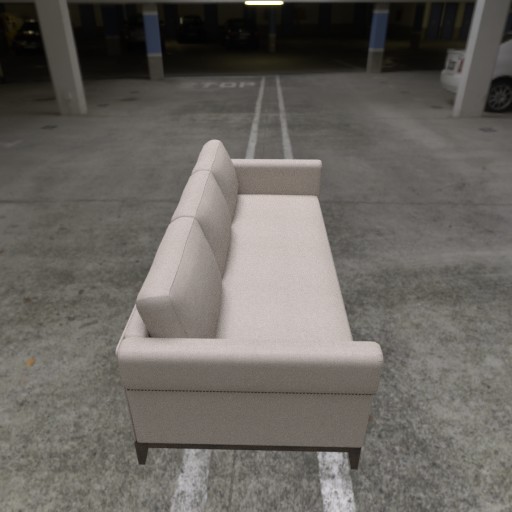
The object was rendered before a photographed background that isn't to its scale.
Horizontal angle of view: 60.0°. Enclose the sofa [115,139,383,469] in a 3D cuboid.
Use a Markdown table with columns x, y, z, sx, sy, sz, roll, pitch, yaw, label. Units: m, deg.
| x | y | z | sx | sy | sz | roll | pitch | yaw | label |
| --- | --- | --- | --- | --- | --- | --- | --- | --- | --- |
| 0.000 | 0.000 | 2.623 | 0.959 | 0.838 | 2.210 | 1 | 30 | 1 | sofa |
